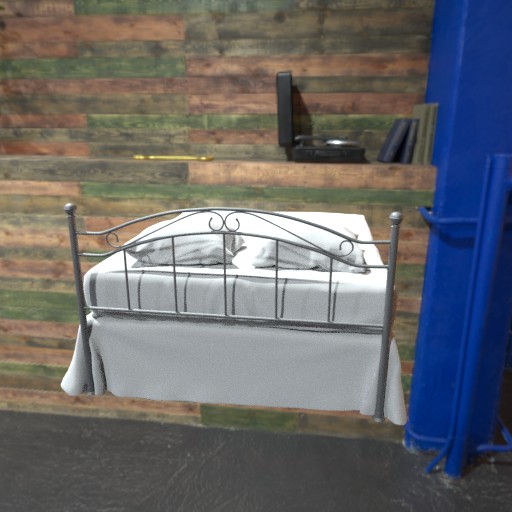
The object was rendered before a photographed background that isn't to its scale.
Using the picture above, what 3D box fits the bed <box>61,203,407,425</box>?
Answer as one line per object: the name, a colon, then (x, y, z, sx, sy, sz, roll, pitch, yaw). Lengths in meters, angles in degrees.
bed: (0.000, 0.000, 3.253, 1.936, 1.080, 2.215, 2, 16, 8)
